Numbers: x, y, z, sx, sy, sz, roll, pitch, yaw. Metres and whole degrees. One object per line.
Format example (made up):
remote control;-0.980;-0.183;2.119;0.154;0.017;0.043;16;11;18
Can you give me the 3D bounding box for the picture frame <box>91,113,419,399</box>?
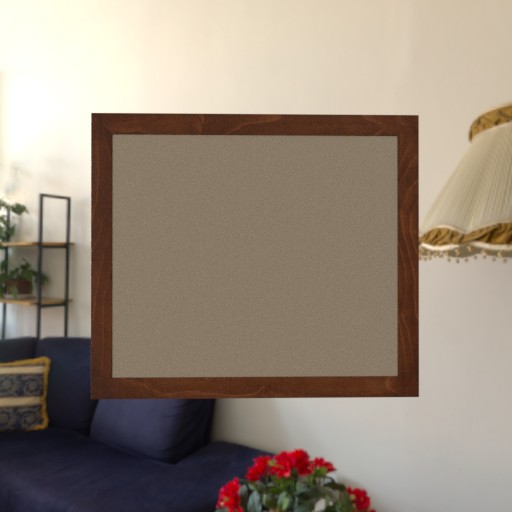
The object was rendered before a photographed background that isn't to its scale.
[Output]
picture frame;0.000;0.000;0.527;0.381;0.330;0.025;0;0;-1
